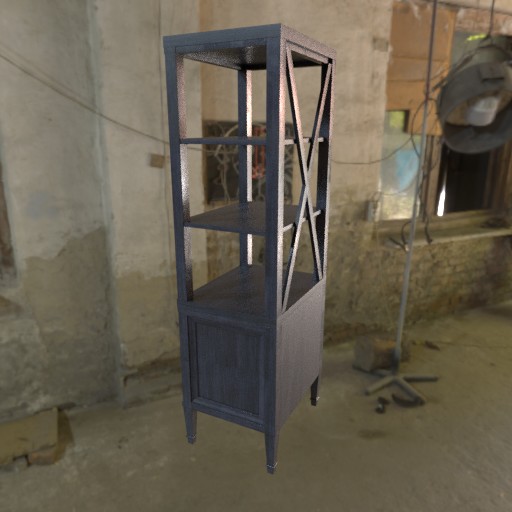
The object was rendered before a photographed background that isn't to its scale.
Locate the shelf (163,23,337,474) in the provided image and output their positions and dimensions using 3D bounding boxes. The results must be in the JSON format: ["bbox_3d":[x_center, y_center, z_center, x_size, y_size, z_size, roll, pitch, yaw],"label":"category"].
[{"bbox_3d":[0.000,0.000,1.977,0.472,1.727,0.584,8,18,26],"label":"shelf"}]
